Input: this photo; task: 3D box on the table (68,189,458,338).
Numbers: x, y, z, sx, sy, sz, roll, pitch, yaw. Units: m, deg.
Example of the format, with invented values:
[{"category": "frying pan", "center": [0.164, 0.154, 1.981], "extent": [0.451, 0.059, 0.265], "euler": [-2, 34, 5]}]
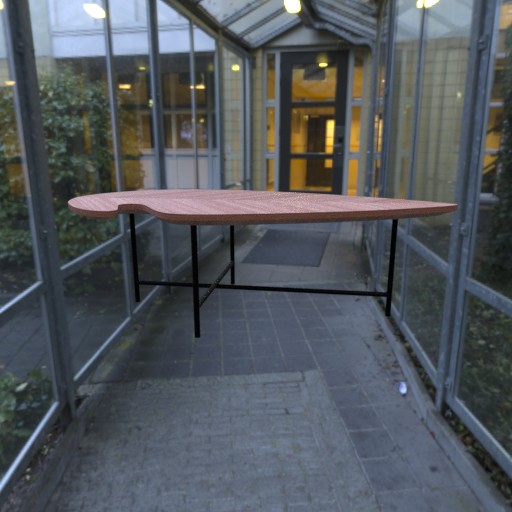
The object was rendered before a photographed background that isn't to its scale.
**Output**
[{"category": "table", "center": [0.000, 0.000, 1.435], "extent": [1.199, 0.360, 0.598], "euler": [2, 15, 9]}]
